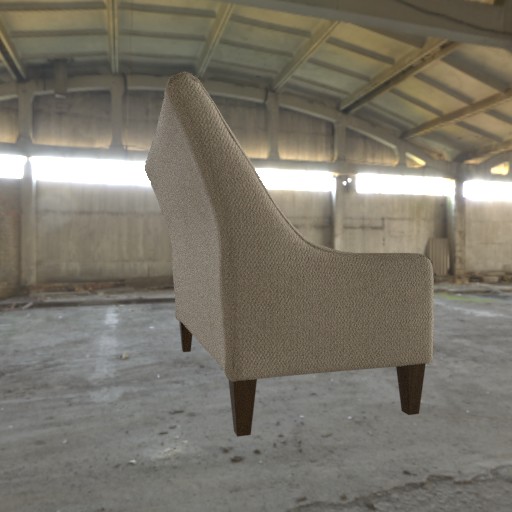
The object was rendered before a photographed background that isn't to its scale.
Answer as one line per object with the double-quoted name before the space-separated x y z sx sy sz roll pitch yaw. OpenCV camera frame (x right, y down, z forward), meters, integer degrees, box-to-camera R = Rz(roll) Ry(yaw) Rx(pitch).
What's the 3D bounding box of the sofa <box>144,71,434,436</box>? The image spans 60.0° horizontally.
"sofa" 0.000 0.000 1.885 0.870 1.022 1.242 0 0 -17
